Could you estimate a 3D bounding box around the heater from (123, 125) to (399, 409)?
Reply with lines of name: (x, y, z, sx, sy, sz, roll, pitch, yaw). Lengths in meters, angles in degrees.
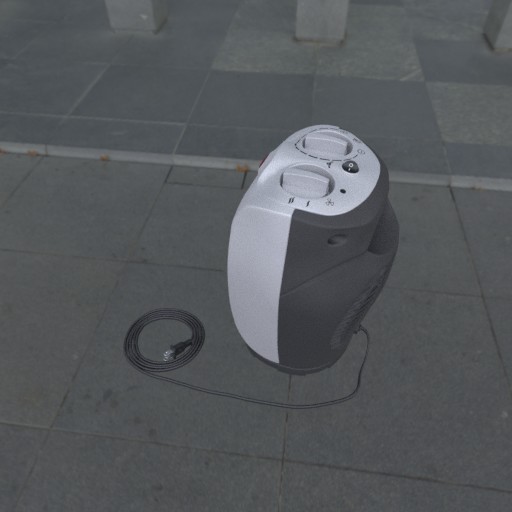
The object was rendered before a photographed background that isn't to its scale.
heater: (0.000, 0.000, 0.485, 0.291, 0.255, 0.239, 17, 49, 15)
